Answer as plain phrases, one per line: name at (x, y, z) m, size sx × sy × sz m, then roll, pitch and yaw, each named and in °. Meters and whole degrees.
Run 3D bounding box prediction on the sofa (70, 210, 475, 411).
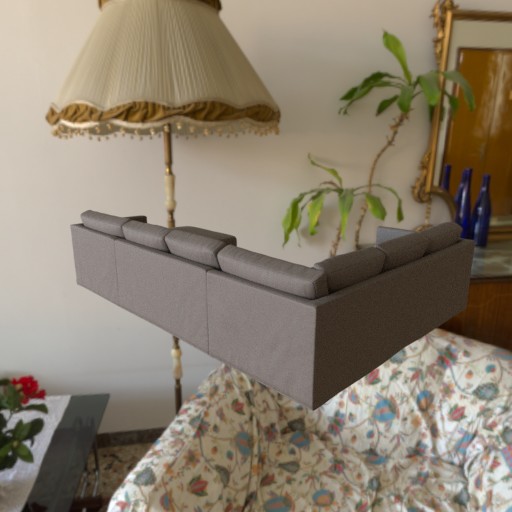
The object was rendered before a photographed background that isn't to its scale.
sofa at (0.000, 0.000, 4.605) m, size 2.427 × 0.882 × 3.460 m, roll -15°, pitch 21°, yaw -43°
